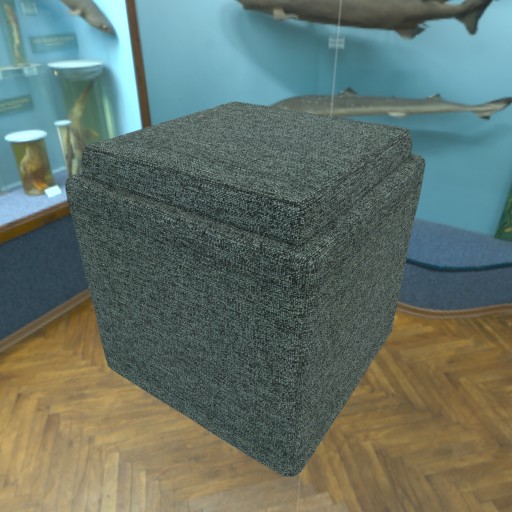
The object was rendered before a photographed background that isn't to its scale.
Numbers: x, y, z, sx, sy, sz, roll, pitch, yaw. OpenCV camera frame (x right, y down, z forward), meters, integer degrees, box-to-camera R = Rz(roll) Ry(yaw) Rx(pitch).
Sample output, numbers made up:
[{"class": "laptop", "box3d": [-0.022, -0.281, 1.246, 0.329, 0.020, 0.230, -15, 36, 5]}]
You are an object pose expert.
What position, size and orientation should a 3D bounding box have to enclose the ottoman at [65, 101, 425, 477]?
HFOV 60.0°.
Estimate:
[{"class": "ottoman", "box3d": [0.000, 0.000, 0.827, 0.450, 0.463, 0.450, 20, 36, 29]}]
